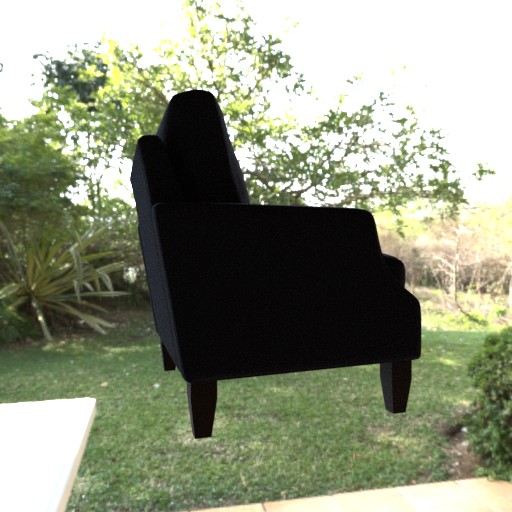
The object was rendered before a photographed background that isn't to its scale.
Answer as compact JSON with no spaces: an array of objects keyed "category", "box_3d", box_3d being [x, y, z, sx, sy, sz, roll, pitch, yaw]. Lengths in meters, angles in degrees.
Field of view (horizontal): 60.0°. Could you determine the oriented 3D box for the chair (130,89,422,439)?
[{"category":"chair","box_3d":[0.000,0.000,1.664,0.897,0.991,0.855,0,0,-18]}]
